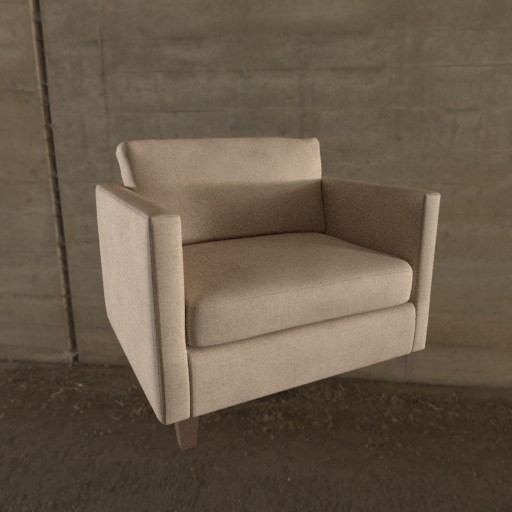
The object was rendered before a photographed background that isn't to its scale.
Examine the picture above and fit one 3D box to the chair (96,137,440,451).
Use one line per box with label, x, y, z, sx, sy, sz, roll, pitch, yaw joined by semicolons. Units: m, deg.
chair;0.000;0.000;1.856;1.133;0.961;0.959;-8;17;-26
